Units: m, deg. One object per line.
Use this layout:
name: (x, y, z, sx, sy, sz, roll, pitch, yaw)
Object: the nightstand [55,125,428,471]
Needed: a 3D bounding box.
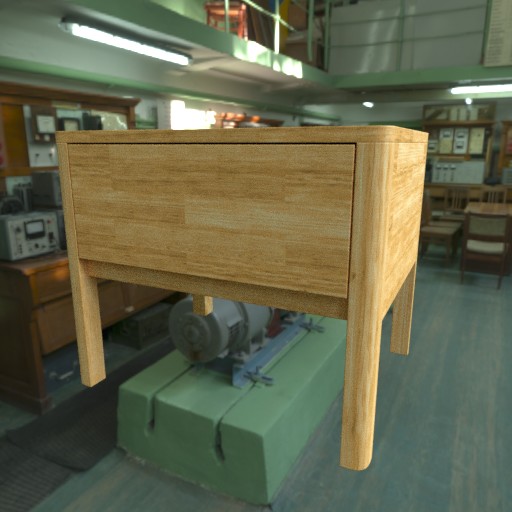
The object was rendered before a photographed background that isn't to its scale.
nightstand: (0.000, 0.000, 0.875, 0.560, 0.470, 0.440, 7, 16, 25)
